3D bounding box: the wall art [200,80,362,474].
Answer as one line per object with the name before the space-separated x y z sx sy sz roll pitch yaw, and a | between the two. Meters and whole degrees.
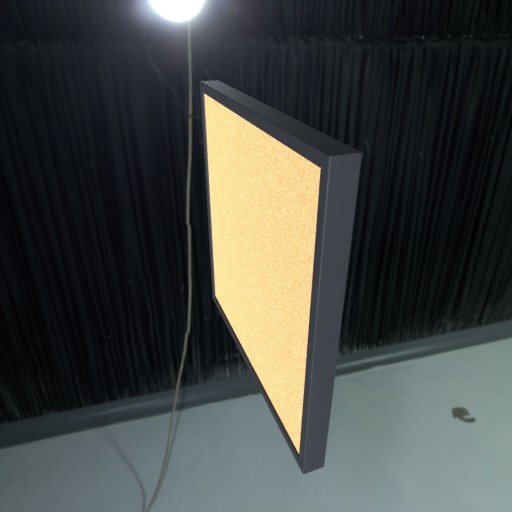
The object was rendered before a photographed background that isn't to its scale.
wall art | 0.000 0.000 0.776 0.037 0.508 0.508 -11 32 -18
